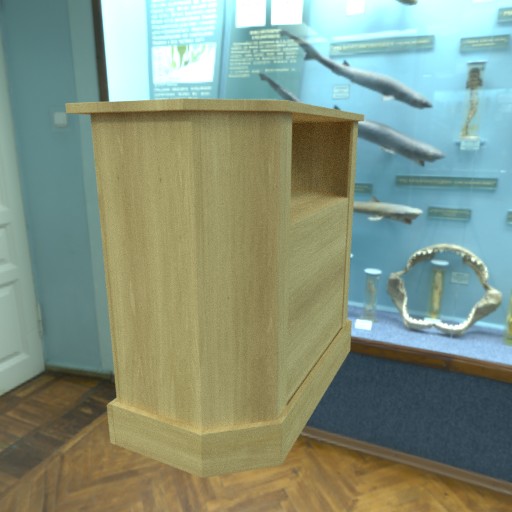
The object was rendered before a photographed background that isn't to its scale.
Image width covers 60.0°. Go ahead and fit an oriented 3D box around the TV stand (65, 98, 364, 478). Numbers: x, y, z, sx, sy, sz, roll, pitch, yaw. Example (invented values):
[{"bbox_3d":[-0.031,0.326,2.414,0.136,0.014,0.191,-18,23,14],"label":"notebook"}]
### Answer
[{"bbox_3d":[0.000,0.000,1.257,0.425,0.781,0.851,7,17,25],"label":"TV stand"}]
